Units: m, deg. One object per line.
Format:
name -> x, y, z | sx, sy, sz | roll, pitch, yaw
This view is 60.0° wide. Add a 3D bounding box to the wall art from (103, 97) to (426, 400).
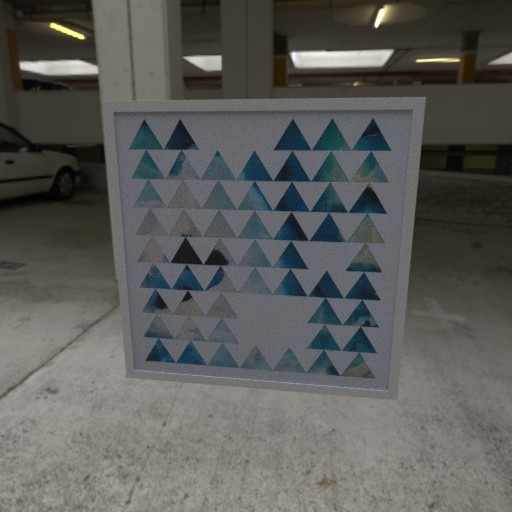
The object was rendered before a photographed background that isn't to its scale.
wall art -> 0.000, 0.000, 0.683 | 0.456, 0.456, 0.007 | 2, 15, 8
